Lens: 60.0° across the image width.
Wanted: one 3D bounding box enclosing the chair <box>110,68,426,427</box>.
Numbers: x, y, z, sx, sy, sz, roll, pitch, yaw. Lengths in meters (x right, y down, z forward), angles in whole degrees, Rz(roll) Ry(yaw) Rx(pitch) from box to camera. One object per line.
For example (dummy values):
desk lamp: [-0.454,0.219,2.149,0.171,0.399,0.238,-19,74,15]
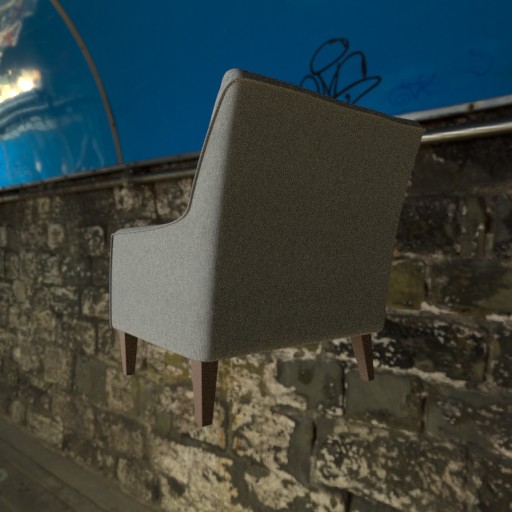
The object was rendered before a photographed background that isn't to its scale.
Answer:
chair: [0.000,0.000,1.615,0.780,0.919,0.899,-1,1,-37]
